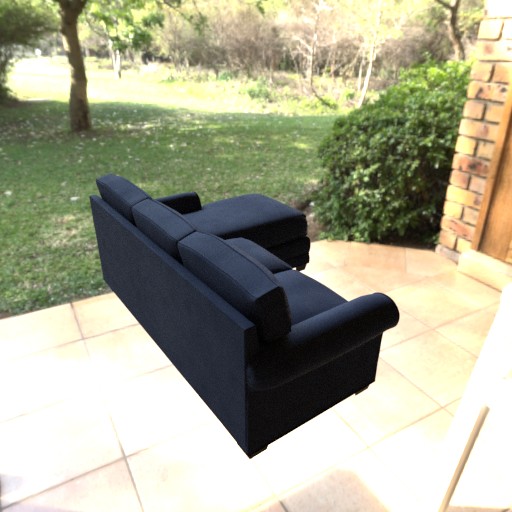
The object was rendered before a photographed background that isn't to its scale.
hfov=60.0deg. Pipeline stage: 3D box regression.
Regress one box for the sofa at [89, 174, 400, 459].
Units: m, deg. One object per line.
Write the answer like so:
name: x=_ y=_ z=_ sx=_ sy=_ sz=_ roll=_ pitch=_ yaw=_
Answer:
sofa: x=0.000 y=0.000 z=3.470 sx=1.780 sy=1.063 sz=2.567 roll=-18 pitch=31 yaw=-31
